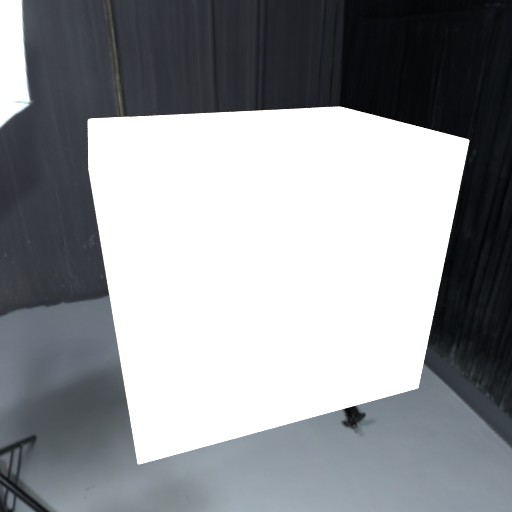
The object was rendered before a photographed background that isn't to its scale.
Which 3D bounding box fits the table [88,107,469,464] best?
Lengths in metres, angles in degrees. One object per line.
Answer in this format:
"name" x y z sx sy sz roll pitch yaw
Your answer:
"table" 0.000 0.000 0.906 0.570 0.510 0.420 -9 27 -17
